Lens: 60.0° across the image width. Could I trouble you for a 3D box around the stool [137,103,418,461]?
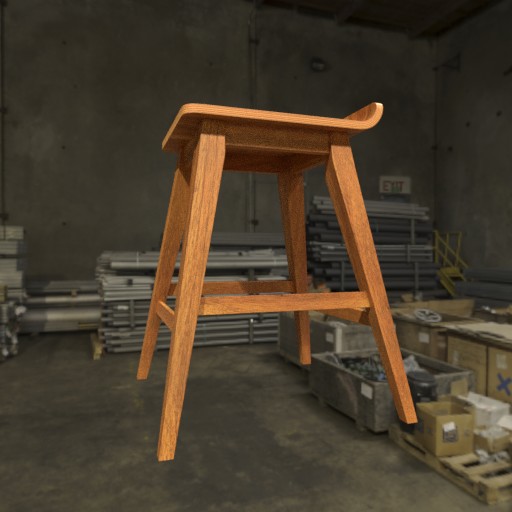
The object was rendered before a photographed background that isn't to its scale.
[{"bbox_3d":[0.000,0.000,1.022,0.500,0.650,0.500,0,1,-19],"label":"stool"}]
